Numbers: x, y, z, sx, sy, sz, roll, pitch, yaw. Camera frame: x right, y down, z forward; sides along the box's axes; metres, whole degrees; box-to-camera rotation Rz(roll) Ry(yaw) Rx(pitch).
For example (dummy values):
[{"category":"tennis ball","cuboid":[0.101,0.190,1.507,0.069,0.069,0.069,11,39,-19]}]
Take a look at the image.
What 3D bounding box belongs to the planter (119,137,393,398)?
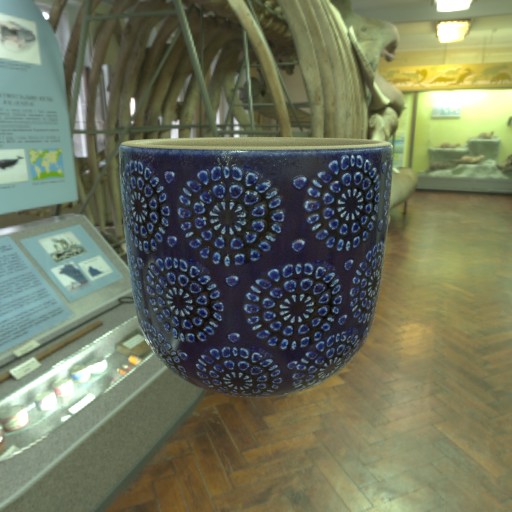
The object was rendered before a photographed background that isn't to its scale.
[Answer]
[{"category":"planter","cuboid":[0.000,0.000,0.296,0.165,0.149,0.165,0,17,0]}]
